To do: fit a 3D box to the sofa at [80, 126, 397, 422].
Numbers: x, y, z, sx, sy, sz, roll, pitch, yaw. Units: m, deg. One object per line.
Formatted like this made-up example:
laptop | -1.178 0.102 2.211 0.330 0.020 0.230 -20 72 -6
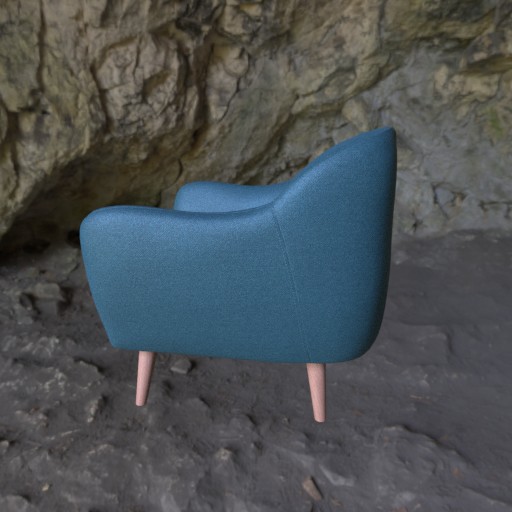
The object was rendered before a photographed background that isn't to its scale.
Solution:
sofa | 0.000 0.000 1.471 0.825 0.817 0.836 2 14 8
